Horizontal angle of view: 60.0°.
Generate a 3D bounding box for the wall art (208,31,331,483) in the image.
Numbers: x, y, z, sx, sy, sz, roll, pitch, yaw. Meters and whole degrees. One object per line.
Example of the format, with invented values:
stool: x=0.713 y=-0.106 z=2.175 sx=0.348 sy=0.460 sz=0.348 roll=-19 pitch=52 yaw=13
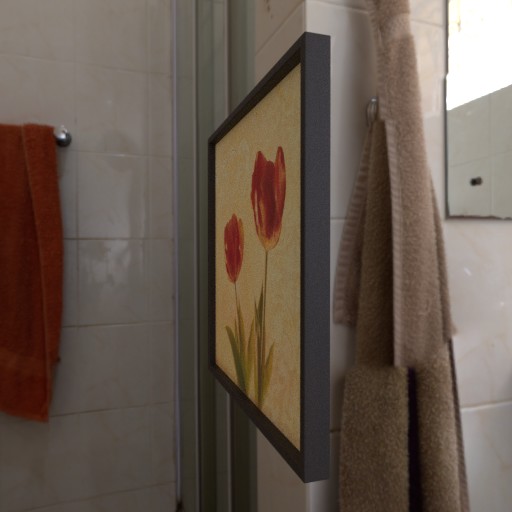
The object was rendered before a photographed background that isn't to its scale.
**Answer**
wall art: x=0.000 y=0.000 z=0.513 sx=0.038 sy=0.349 sz=0.349 roll=0 pitch=1 yaw=-18
